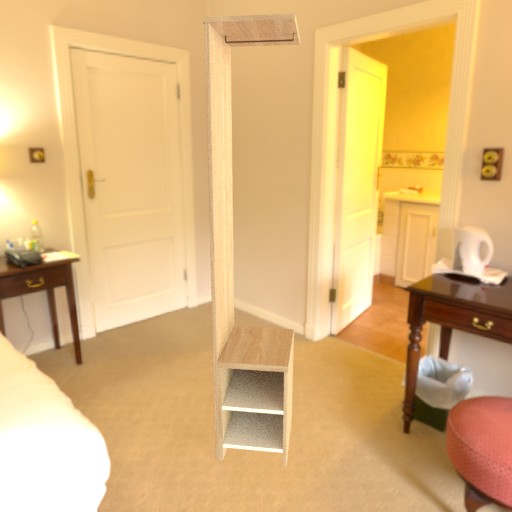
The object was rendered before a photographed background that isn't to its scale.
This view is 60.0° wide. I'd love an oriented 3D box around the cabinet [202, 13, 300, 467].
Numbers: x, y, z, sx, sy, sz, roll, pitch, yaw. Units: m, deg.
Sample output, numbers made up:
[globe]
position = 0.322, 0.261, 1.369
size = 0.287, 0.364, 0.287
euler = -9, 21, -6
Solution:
[cabinet]
position = 0.000, 0.000, 2.013
size = 0.338, 1.879, 0.411
euler = 2, 14, 8
